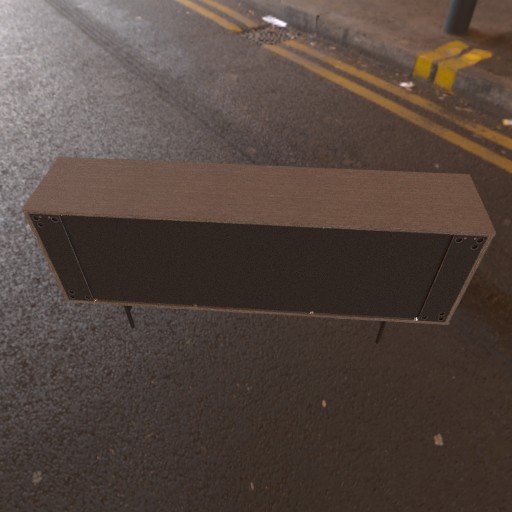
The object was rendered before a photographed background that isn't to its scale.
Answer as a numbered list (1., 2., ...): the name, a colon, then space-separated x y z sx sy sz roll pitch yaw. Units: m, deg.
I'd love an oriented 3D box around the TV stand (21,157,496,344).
1. TV stand: 0.000 0.000 2.100 1.804 0.787 0.405 3 45 3
